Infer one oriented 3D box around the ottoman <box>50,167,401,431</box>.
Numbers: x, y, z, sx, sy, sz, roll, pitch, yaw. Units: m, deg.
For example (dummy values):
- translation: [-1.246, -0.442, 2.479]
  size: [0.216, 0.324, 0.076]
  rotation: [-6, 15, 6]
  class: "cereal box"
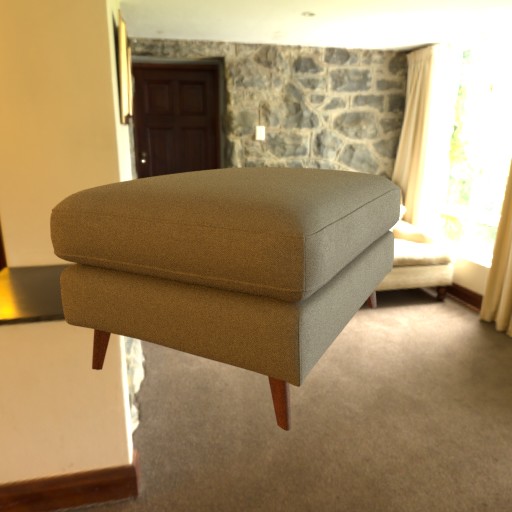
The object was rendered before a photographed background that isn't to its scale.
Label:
- translation: [0.000, 0.000, 1.167]
  size: [0.608, 0.449, 0.811]
  rotation: [7, 16, 26]
  class: "ottoman"
